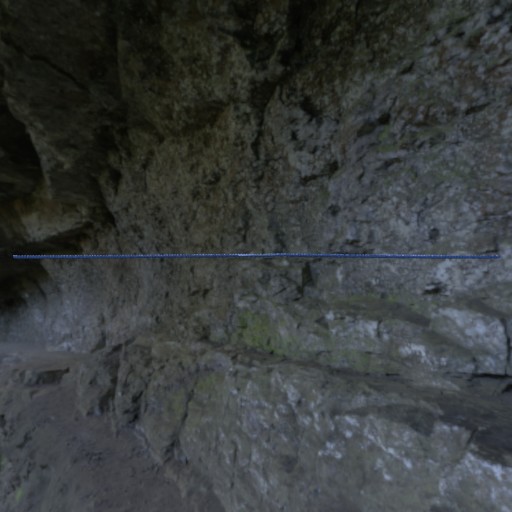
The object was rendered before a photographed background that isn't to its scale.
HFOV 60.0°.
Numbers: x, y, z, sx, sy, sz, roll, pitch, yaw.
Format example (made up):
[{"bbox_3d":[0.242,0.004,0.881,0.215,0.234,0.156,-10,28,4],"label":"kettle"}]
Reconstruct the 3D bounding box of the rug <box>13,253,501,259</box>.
[{"bbox_3d":[0.000,0.000,2.202,1.793,0.025,1.159,0,0,-1],"label":"rug"}]
